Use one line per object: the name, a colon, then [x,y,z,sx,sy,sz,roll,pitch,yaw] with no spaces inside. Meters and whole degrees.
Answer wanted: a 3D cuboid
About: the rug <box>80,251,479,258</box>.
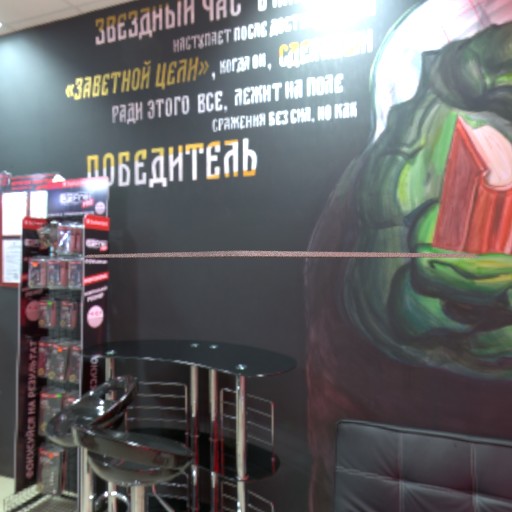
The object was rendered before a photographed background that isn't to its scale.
rug: [0.000,0.000,3.985,2.332,0.027,2.933,0,-1,-36]
